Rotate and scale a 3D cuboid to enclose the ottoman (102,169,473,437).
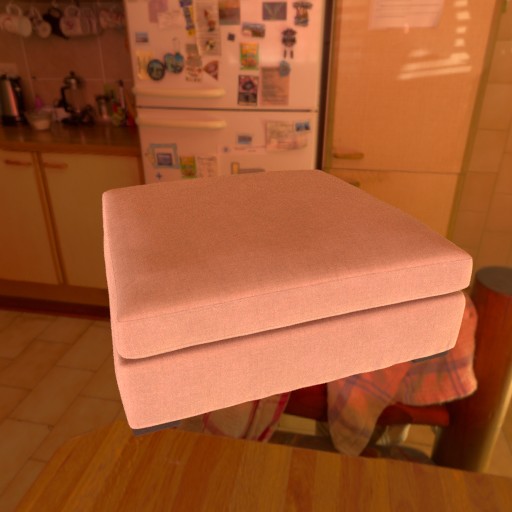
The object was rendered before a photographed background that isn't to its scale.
[{"bbox_3d":[0.000,0.000,1.841,1.203,0.517,1.171,-9,28,-17],"label":"ottoman"}]
